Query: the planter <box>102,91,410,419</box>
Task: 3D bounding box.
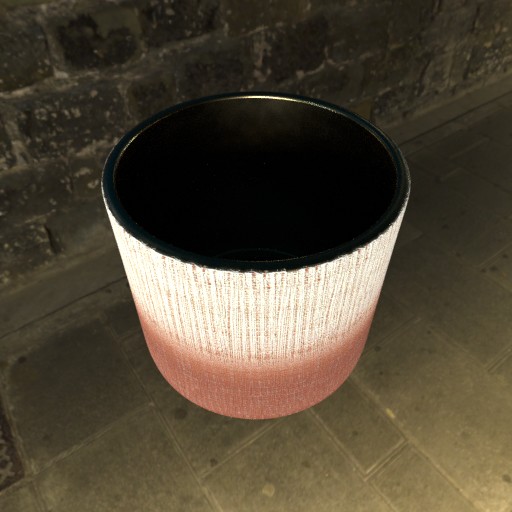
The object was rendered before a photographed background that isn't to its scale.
[{"bbox_3d":[0.000,0.000,0.390,0.221,0.201,0.221,0,46,0],"label":"planter"}]
